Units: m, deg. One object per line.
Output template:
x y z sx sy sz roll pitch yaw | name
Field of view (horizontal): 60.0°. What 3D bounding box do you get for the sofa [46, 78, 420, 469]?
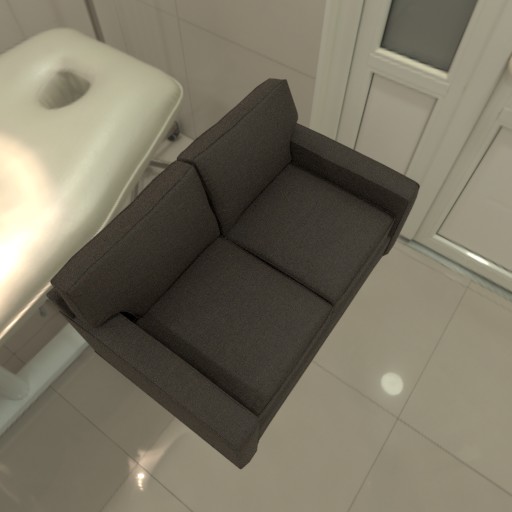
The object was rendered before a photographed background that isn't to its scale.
0.000 0.000 2.142 0.974 0.887 1.534 32 64 18 | sofa
